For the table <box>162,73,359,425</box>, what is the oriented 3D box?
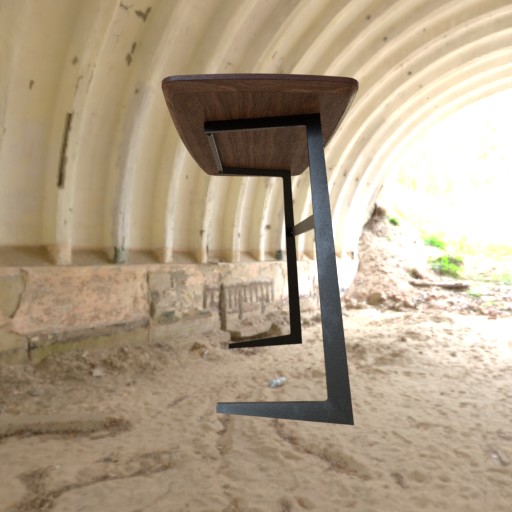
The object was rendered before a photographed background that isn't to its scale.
[{"bbox_3d":[0.000,0.000,1.101,0.361,0.576,0.804,0,0,-1],"label":"table"}]
